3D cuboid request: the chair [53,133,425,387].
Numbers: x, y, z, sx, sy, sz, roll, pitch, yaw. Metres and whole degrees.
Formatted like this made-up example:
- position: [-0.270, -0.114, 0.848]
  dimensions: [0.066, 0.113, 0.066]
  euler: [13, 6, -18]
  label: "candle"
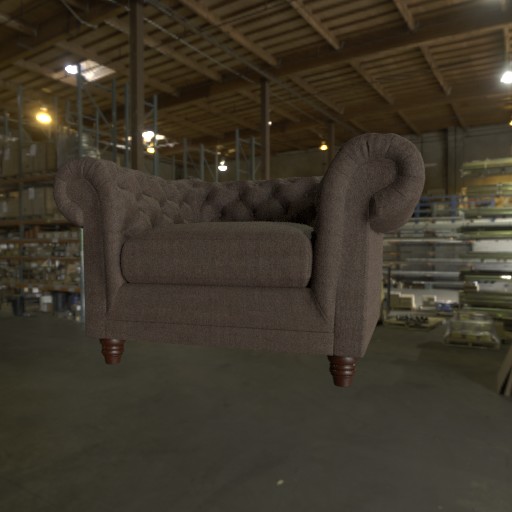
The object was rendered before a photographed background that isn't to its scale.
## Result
- position: [0.000, 0.000, 1.864]
  dimensions: [1.298, 0.780, 0.945]
  euler: [0, 1, 19]
  label: "chair"
